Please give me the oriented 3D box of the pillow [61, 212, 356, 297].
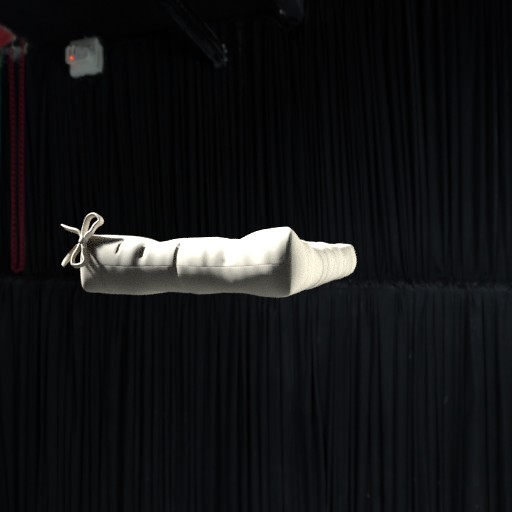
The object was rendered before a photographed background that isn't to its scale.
[{"bbox_3d":[0.000,0.000,1.345,0.511,0.174,1.194,0,0,18],"label":"pillow"}]
